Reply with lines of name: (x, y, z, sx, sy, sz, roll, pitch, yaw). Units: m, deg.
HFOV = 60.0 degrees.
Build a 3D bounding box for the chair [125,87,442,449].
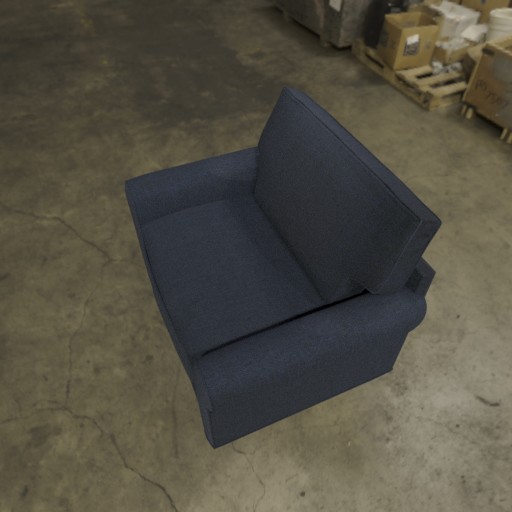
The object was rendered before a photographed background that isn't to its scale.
chair: (0.000, 0.000, 2.024, 0.963, 1.044, 1.285, -18, 50, -16)
